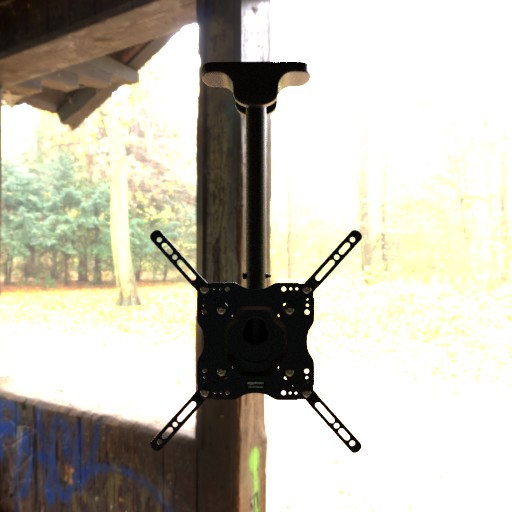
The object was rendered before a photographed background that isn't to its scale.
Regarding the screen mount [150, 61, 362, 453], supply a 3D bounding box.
[{"bbox_3d":[0.000,0.000,0.866,0.393,0.729,0.090,0,0,1],"label":"screen mount"}]
